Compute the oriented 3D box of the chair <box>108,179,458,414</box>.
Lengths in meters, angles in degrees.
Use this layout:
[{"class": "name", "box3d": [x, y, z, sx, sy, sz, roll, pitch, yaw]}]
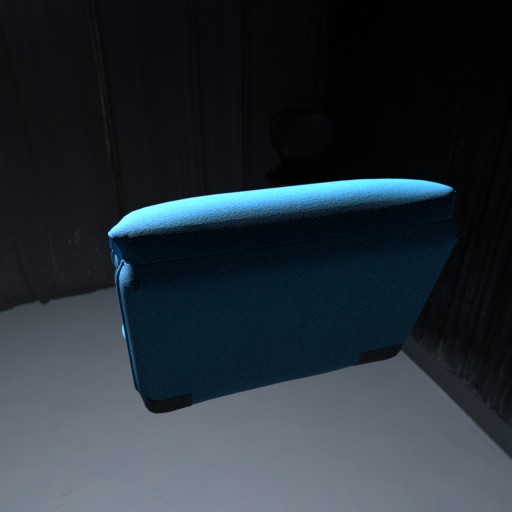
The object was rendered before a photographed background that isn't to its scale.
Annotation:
[{"class": "chair", "box3d": [0.000, 0.000, 1.337, 0.820, 0.580, 0.780, -9, 29, -16]}]
